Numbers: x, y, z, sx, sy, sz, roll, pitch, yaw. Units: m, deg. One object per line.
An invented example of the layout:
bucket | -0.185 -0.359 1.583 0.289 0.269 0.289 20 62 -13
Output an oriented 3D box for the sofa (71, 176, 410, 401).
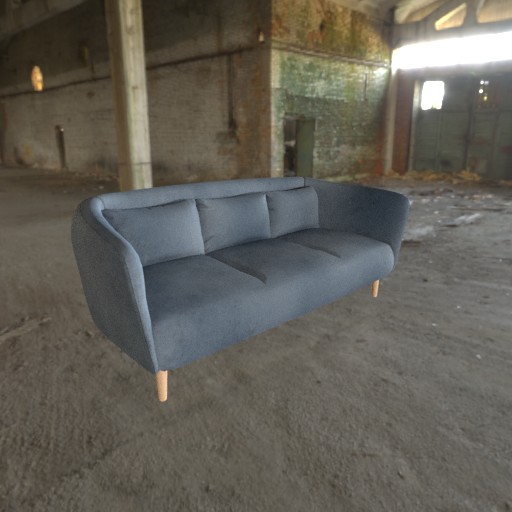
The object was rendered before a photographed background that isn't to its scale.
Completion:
sofa | 0.000 0.000 2.523 0.849 0.795 2.095 14 20 42
